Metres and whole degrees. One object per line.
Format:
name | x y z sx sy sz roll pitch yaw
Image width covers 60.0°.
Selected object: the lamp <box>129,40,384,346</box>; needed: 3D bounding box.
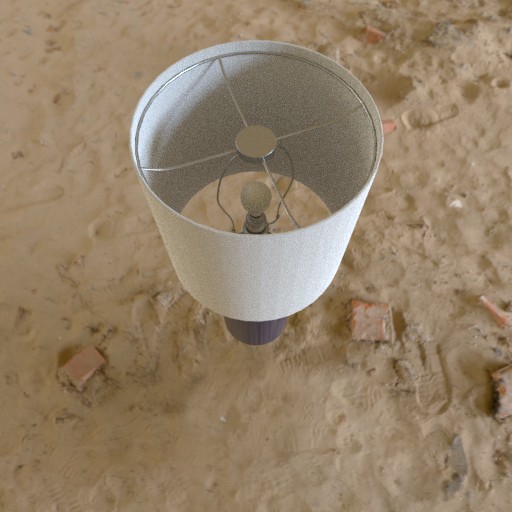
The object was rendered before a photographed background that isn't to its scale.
lamp | 0.000 0.000 0.591 0.212 0.493 0.212 -18 65 -9
